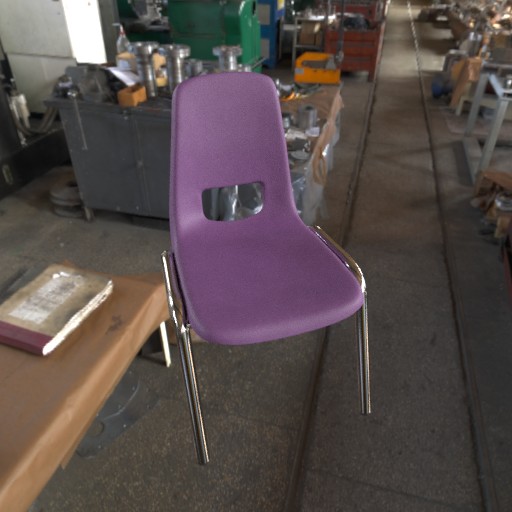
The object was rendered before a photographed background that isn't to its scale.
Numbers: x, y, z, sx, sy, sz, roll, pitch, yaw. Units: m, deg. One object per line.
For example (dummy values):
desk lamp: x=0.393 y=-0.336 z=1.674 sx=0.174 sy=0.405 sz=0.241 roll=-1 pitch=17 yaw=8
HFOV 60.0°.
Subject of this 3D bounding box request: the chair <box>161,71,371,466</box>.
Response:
chair: x=0.000 y=0.000 z=0.842 sx=0.356 sy=0.584 sz=0.419 roll=-11 pitch=36 yaw=-15
